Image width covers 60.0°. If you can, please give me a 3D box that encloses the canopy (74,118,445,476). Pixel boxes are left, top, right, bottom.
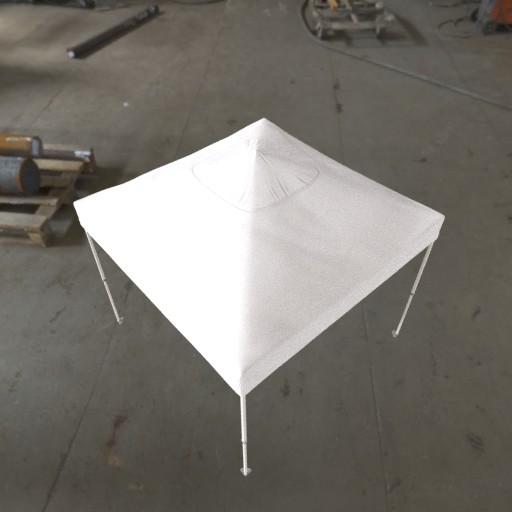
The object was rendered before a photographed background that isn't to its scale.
[{"bbox_3d":[0.000,0.000,5.520,2.996,2.997,2.998,-32,53,-28],"label":"canopy"}]
